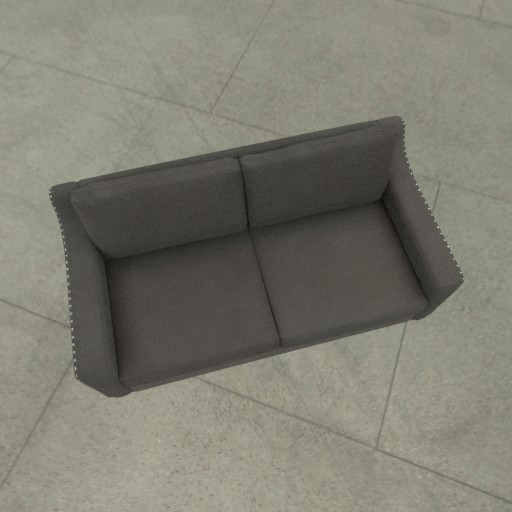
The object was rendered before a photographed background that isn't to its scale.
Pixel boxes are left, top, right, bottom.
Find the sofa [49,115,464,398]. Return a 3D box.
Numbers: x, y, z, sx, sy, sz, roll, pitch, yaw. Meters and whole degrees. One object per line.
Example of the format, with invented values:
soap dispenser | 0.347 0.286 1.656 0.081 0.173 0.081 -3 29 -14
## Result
sofa | 0.000 0.000 3.198 2.550 1.196 1.336 -13 65 -6
